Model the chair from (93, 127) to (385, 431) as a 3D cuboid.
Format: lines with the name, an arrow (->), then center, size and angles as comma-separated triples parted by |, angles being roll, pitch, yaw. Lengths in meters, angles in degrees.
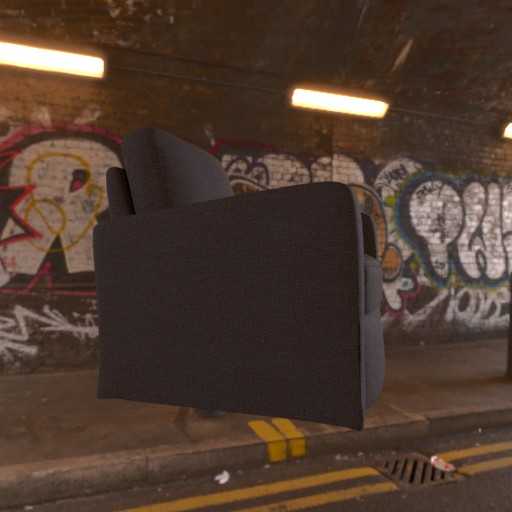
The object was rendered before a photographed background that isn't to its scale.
chair -> 0.000, 0.000, 1.555 | 0.863, 0.855, 0.798 | 0, -1, 19
